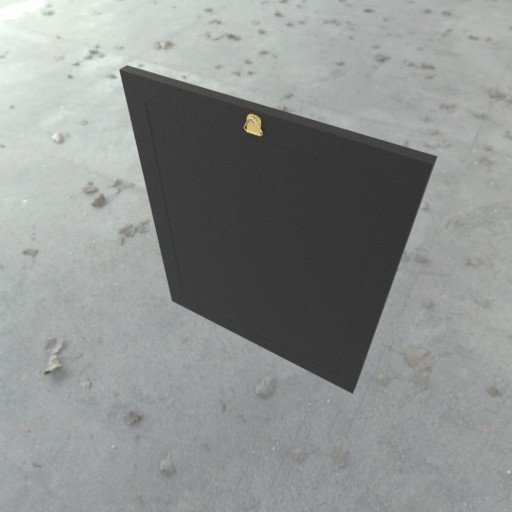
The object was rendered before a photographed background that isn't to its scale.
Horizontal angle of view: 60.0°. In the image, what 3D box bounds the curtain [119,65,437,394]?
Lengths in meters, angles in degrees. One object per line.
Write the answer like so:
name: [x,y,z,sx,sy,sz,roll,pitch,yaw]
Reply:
curtain: [0.000,0.000,0.814,0.483,0.585,0.027,23,51,20]
